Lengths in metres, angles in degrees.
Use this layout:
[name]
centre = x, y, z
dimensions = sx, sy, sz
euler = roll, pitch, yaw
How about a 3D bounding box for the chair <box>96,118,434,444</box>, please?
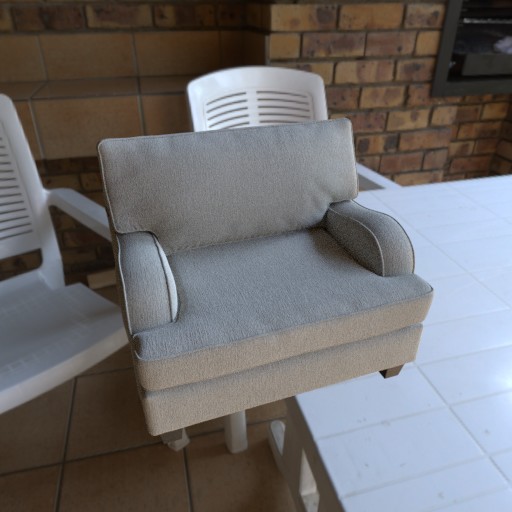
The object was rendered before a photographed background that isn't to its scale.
[chair]
centre = 0.000, 0.000, 2.004
dimensions = 1.220, 1.016, 1.041
euler = -10, 32, -17
